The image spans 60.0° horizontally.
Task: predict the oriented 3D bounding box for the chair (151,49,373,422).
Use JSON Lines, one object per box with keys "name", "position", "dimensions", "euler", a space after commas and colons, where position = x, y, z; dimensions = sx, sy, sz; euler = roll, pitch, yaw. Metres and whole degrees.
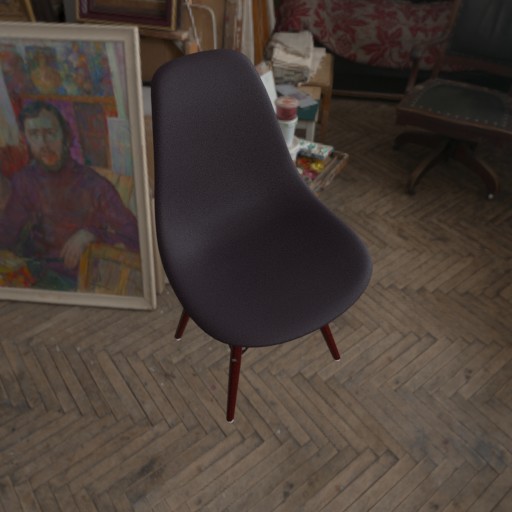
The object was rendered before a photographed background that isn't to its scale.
{"name": "chair", "position": [0.000, 0.000, 1.123], "dimensions": [0.470, 0.826, 0.533], "euler": [-24, 51, -21]}
